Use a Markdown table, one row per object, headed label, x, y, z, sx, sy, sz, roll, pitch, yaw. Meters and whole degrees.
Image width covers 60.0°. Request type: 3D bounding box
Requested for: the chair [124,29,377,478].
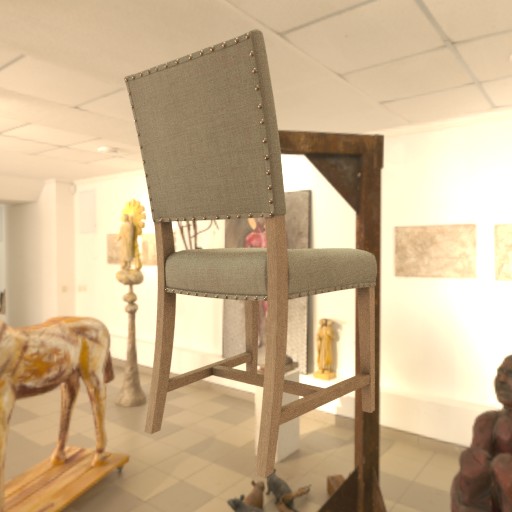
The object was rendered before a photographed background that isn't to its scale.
| label | x | y | z | sx | sy | sz | roll | pitch | yaw |
| --- | --- | --- | --- | --- | --- | --- | --- | --- | --- |
| chair | 0.000 | 0.000 | 1.306 | 0.508 | 0.986 | 0.622 | 1 | 2 | 37 |
